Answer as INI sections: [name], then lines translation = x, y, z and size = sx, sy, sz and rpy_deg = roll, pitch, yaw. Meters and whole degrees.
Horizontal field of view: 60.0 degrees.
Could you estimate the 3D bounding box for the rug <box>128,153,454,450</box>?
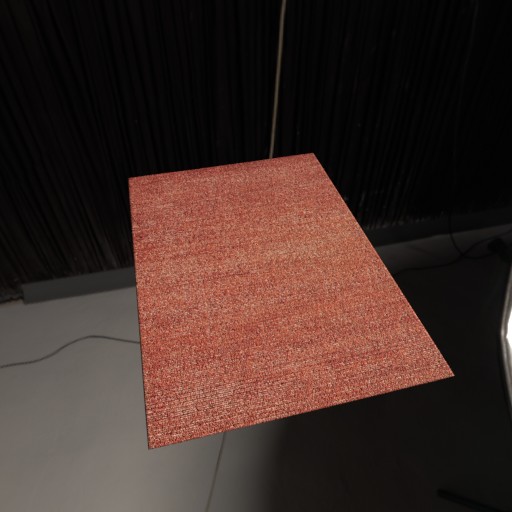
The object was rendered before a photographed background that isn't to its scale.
[rug]
translation = 0.000, 0.000, 5.231
size = 2.803, 0.025, 3.965
rpy_deg = -10, 45, -10
